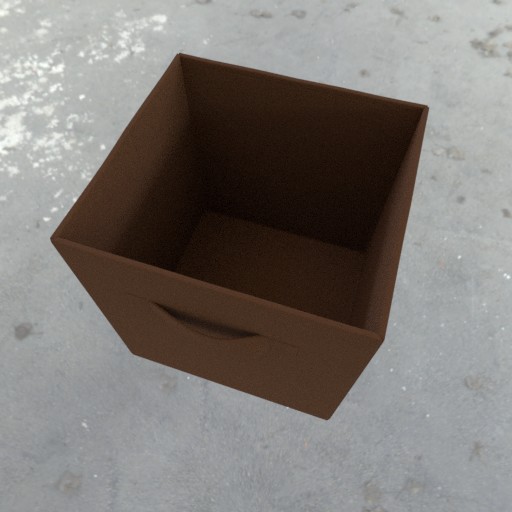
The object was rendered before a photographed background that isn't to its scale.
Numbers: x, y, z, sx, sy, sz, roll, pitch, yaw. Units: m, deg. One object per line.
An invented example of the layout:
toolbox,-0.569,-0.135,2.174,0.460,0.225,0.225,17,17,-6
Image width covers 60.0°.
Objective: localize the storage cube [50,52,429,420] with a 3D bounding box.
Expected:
storage cube,0.000,0.000,0.502,0.270,0.280,0.270,16,60,9
